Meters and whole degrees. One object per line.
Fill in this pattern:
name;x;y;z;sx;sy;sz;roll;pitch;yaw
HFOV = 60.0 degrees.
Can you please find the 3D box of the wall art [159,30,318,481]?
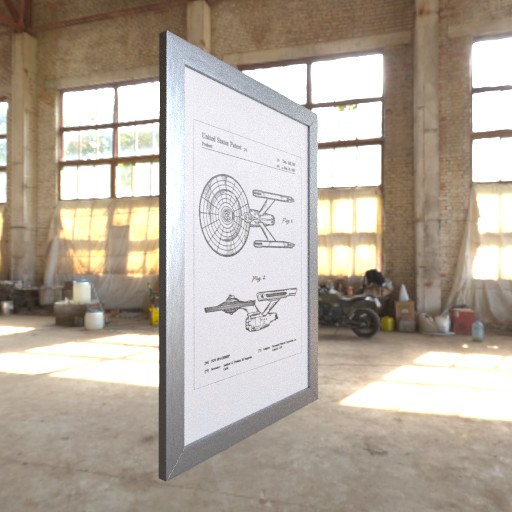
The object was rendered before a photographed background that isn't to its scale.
wall art;0.000;0.000;0.675;0.013;0.529;0.376;0;0;36
